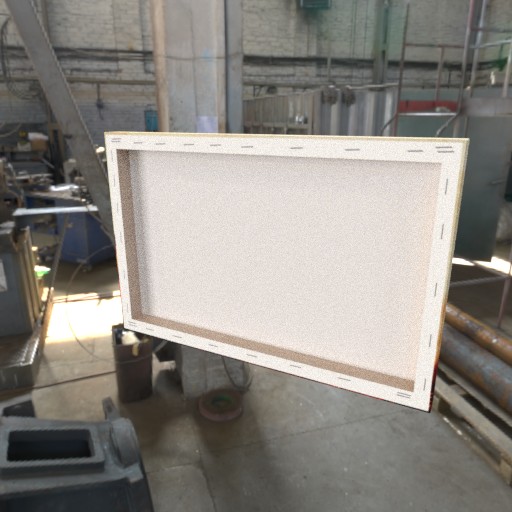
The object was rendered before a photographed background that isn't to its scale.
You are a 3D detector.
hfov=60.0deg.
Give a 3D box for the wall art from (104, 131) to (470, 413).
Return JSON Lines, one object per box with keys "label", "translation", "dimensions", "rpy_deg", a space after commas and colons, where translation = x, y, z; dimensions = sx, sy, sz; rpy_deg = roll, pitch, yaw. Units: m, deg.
{"label": "wall art", "translation": [0.000, 0.000, 0.761], "dimensions": [0.613, 0.402, 0.040], "rpy_deg": [9, 19, 26]}
